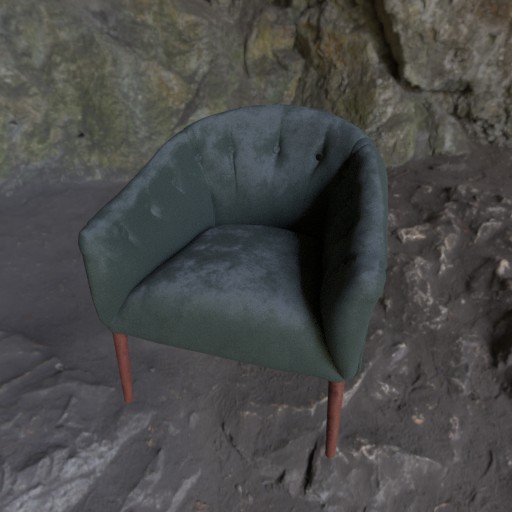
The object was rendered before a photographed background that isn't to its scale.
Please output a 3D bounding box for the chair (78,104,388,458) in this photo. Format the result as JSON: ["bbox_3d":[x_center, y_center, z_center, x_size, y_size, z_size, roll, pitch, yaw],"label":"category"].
[{"bbox_3d":[0.000,0.000,1.500,0.851,0.885,0.776,9,29,16],"label":"chair"}]
